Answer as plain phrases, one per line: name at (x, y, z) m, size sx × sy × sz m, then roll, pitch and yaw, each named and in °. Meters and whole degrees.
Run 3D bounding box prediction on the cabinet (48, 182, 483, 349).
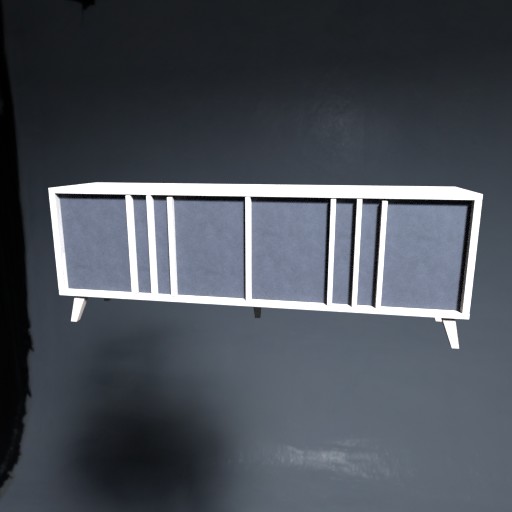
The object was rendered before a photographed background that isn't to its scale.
cabinet at (0.000, 0.000, 2.539) m, size 2.198 × 0.779 × 0.499 m, roll 2°, pitch 13°, yaw 10°
